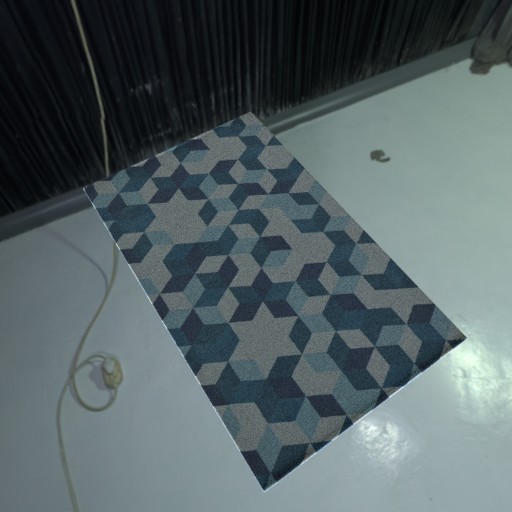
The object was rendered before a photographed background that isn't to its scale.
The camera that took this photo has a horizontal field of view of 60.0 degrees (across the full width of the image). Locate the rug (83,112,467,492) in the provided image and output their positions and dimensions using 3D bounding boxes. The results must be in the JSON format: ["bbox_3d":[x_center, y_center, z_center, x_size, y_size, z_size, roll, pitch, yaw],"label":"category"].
[{"bbox_3d":[0.000,0.000,3.043,1.518,0.015,2.438,-30,63,-17],"label":"rug"}]
